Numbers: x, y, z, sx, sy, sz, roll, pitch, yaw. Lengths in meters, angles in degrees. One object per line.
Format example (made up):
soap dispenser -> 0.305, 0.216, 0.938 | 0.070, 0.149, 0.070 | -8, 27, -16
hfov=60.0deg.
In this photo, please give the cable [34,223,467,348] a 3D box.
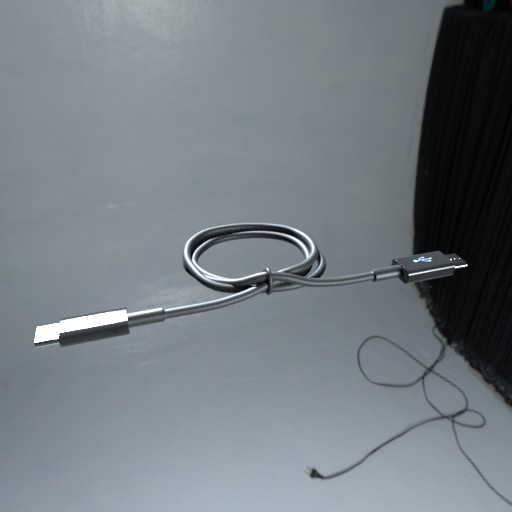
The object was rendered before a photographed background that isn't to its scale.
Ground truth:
cable -> 0.000, 0.000, 0.214 | 0.192, 0.014, 0.070 | -9, 32, -15
